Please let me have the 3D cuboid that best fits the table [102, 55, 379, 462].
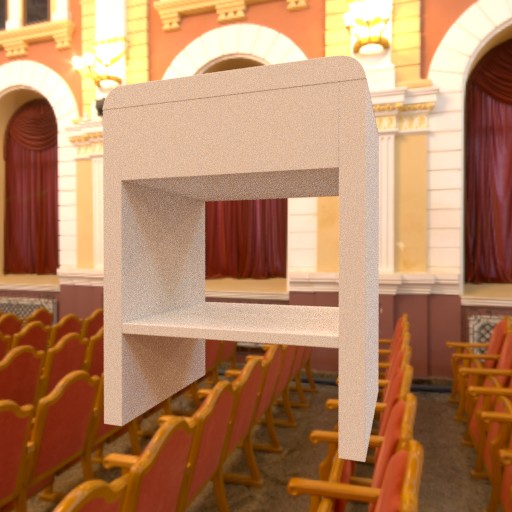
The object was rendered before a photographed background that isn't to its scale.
[{"bbox_3d":[0.000,0.000,0.873,0.450,0.590,0.350,0,1,19],"label":"table"}]
